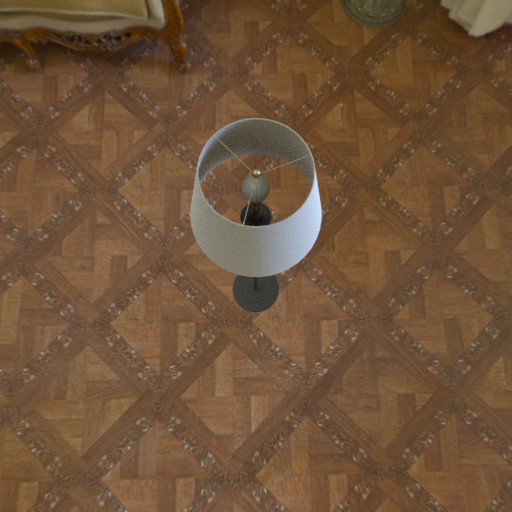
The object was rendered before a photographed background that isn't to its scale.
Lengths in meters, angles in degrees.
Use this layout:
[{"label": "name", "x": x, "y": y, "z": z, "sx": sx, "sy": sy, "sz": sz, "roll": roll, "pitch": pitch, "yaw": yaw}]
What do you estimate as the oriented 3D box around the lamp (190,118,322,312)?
[{"label": "lamp", "x": 0.000, "y": 0.000, "z": 1.637, "sx": 0.348, "sy": 1.473, "sz": 0.348, "roll": 42, "pitch": 80, "yaw": 9}]
